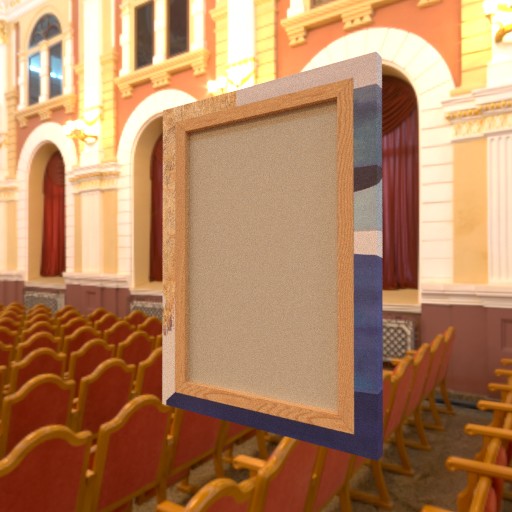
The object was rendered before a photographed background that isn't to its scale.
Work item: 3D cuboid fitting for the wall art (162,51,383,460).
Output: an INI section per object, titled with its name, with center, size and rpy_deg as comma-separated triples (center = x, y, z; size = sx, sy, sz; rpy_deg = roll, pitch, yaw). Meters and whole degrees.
[wall art]
center = 0.000, 0.000, 0.805
size = 0.458, 0.613, 0.026
rpy_deg = 0, -1, 35
